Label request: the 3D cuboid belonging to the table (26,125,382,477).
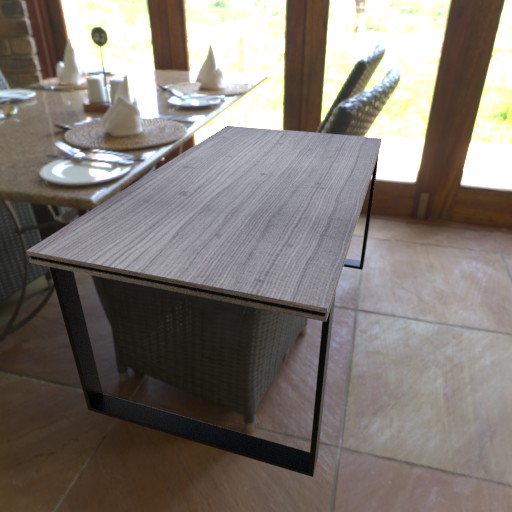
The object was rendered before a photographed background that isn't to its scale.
[{"bbox_3d":[0.000,0.000,1.998,0.881,0.736,1.579,9,31,16],"label":"table"}]
